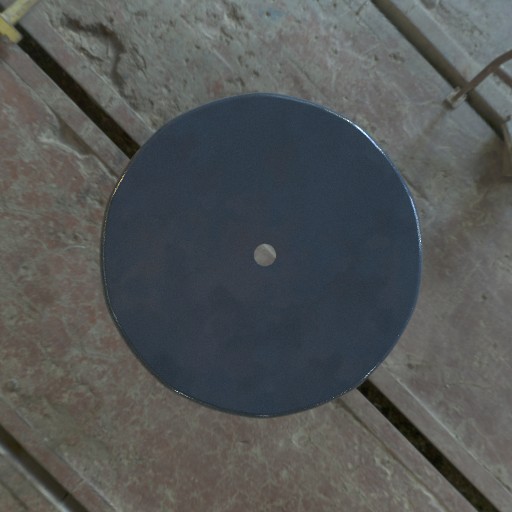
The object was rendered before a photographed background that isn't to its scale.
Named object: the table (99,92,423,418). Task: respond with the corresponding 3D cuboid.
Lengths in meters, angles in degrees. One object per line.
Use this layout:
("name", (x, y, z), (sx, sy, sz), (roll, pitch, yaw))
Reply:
("table", (0.000, 0.000, 0.658), (0.352, 0.387, 0.352), (0, 90, -3))
